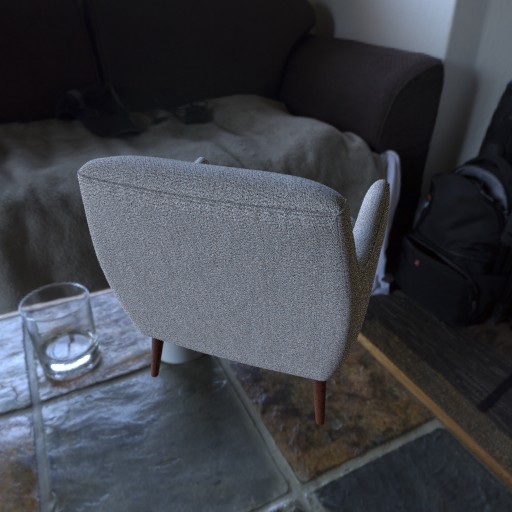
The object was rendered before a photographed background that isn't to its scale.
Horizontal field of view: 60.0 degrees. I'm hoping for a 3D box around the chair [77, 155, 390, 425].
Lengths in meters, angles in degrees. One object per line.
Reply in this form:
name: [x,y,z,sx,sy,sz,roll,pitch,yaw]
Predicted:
chair: [0.000,0.000,1.437,0.762,0.838,0.787,11,34,16]
